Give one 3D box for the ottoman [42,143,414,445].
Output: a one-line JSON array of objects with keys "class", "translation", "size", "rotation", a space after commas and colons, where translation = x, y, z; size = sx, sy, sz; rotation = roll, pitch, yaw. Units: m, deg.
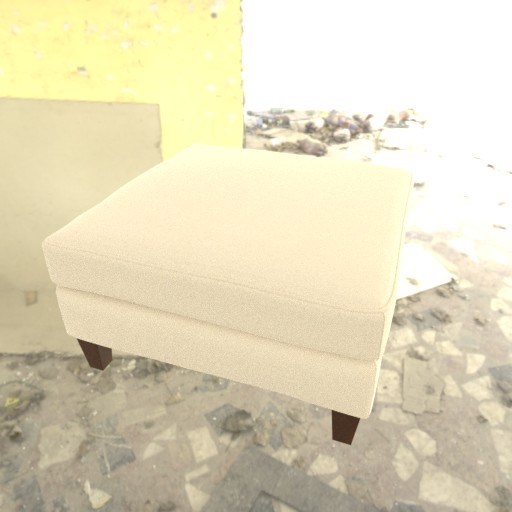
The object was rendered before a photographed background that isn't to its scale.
[{"class": "ottoman", "translation": [0.000, 0.000, 1.364], "size": [0.838, 0.479, 0.838], "rotation": [11, 33, 17]}]
